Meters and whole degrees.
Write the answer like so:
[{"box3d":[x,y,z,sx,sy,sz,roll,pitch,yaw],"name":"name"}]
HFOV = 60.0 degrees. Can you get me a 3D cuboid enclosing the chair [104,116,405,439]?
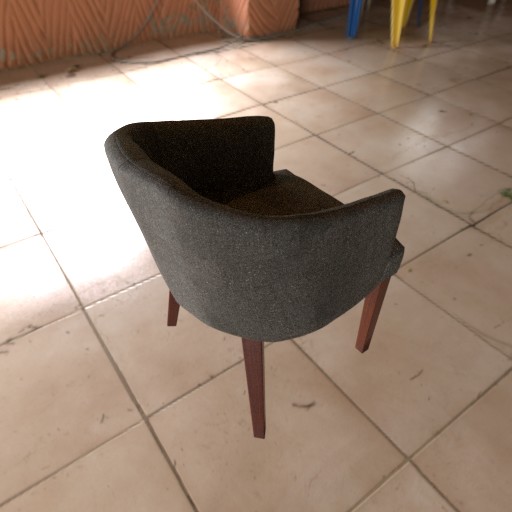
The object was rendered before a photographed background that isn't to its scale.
[{"box3d":[0.000,0.000,1.246,0.655,0.811,0.583,-26,48,-27],"name":"chair"}]
